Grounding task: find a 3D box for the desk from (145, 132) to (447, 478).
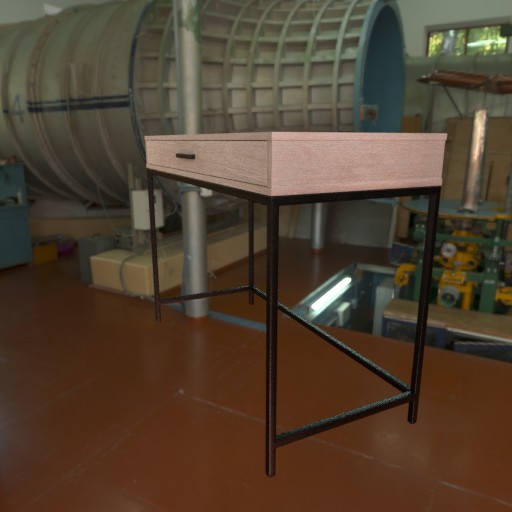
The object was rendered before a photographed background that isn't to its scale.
[{"bbox_3d":[0.000,0.000,1.447,0.470,0.762,1.016,-7,16,-26],"label":"desk"}]
